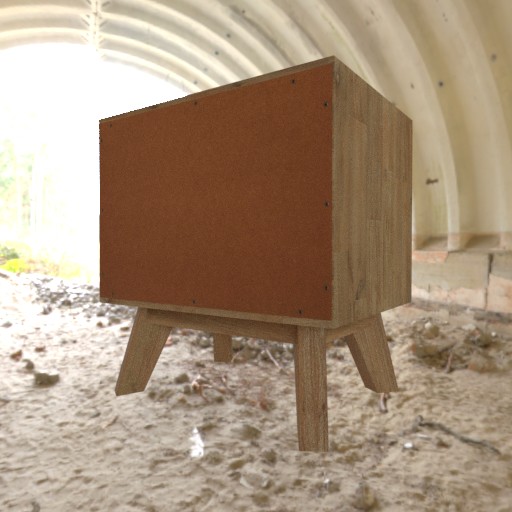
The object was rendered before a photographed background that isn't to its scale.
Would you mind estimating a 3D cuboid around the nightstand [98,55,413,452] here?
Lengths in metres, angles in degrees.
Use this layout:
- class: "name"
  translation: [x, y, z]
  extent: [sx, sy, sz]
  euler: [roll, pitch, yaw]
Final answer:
- class: "nightstand"
  translation: [0.000, 0.000, 0.962]
  extent: [0.552, 0.589, 0.396]
  euler: [1, 1, 35]
